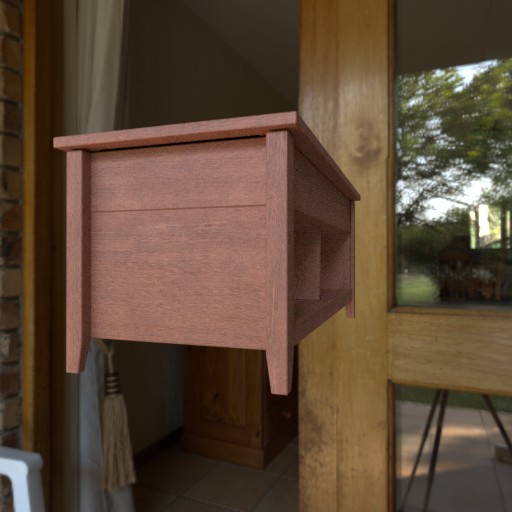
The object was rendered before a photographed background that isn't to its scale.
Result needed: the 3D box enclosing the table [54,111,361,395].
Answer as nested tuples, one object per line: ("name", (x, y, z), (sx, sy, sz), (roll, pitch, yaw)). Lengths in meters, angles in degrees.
("table", (0.000, 0.000, 1.260), (0.483, 0.457, 1.016), (0, 0, 19))
